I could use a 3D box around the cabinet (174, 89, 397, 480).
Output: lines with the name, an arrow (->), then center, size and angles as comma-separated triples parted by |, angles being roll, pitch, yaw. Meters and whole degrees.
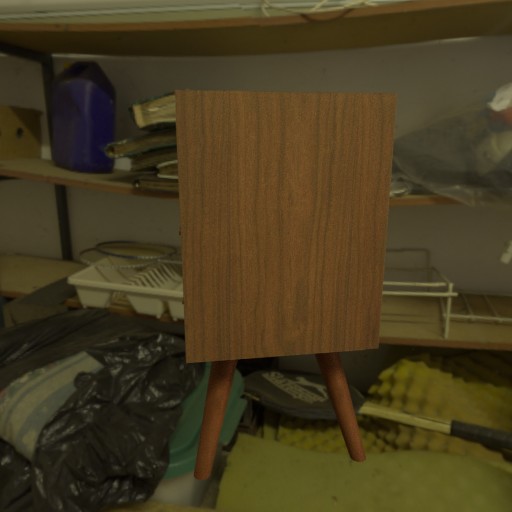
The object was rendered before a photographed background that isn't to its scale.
cabinet -> 0.000, 0.000, 1.175 | 0.388, 0.748, 0.712 | -2, 15, -9
